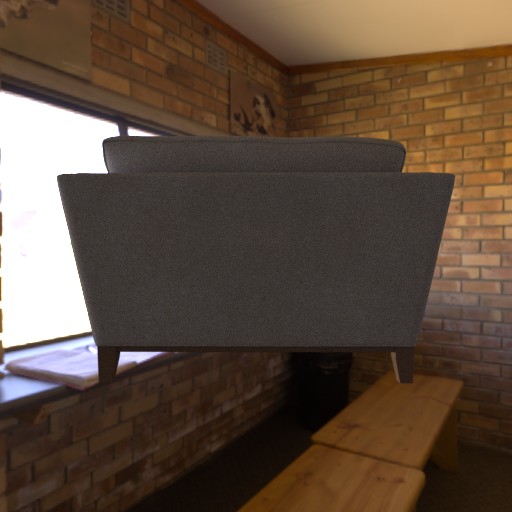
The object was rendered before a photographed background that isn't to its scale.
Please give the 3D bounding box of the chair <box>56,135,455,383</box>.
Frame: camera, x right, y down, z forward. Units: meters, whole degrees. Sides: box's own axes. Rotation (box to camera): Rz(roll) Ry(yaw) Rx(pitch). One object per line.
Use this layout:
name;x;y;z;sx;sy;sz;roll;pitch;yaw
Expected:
chair;0.000;0.000;2.025;1.396;0.942;0.965;0;2;0
